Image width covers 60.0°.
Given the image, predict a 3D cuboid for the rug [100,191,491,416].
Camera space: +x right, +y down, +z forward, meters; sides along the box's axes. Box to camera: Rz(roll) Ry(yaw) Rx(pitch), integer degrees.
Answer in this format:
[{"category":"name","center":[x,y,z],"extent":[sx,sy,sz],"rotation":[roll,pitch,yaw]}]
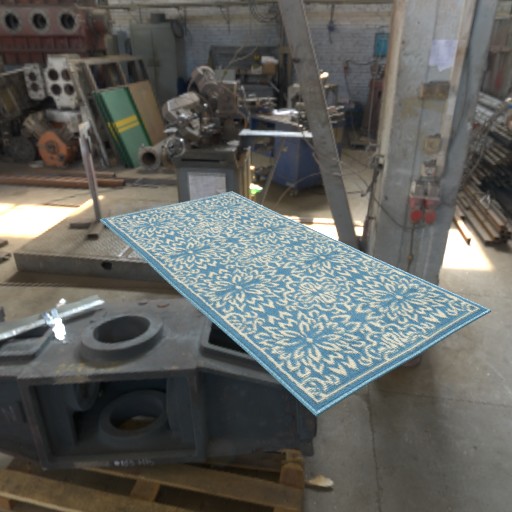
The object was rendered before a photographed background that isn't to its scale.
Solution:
[{"category":"rug","center":[0.000,0.000,1.416],"extent":[0.604,0.007,1.219],"rotation":[-17,31,-32]}]
